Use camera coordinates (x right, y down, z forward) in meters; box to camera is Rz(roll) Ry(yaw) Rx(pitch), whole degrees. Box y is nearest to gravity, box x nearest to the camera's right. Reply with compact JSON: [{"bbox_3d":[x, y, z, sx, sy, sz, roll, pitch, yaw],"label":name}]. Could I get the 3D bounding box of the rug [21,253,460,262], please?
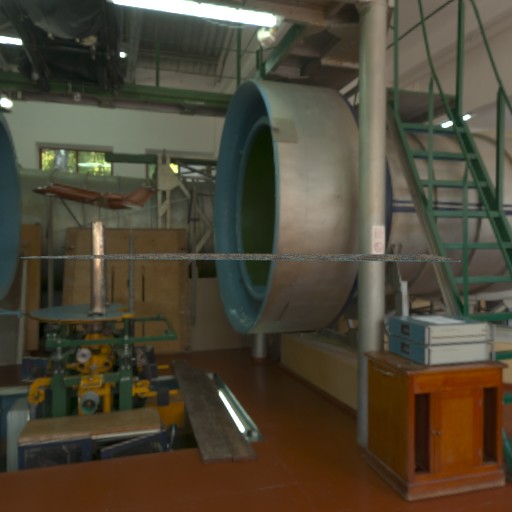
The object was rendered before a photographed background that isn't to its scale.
[{"bbox_3d":[0.000,0.000,4.224,3.291,0.013,2.337,0,1,18],"label":"rug"}]
